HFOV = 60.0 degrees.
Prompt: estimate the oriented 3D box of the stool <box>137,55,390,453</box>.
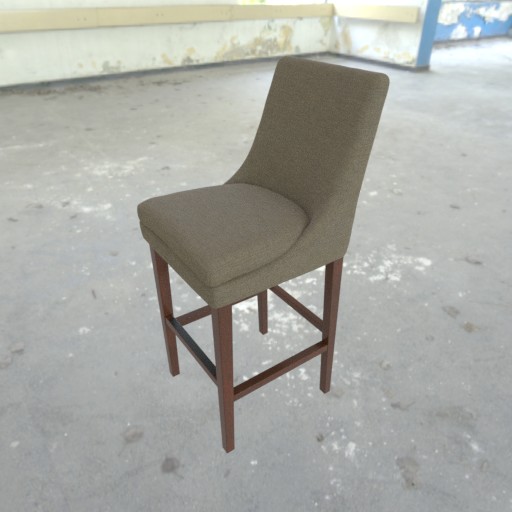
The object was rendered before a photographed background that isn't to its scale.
[{"bbox_3d":[0.000,0.000,1.387,0.577,1.078,0.470,-20,37,-29],"label":"stool"}]
